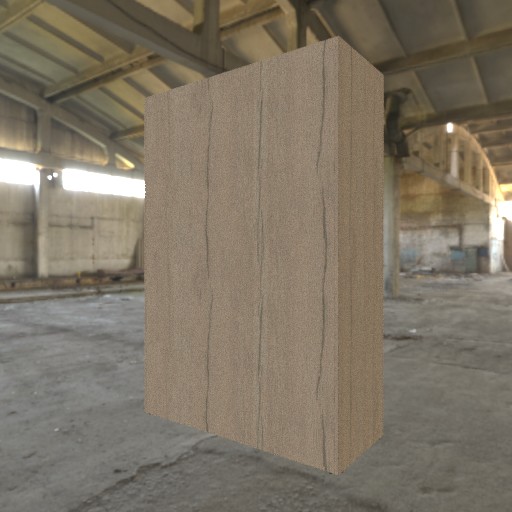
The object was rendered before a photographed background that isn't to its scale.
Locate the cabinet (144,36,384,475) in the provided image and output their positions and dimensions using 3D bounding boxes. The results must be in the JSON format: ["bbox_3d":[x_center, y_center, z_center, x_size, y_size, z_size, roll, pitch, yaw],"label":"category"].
[{"bbox_3d":[0.000,0.000,2.730,1.400,2.070,0.580,0,0,37],"label":"cabinet"}]
